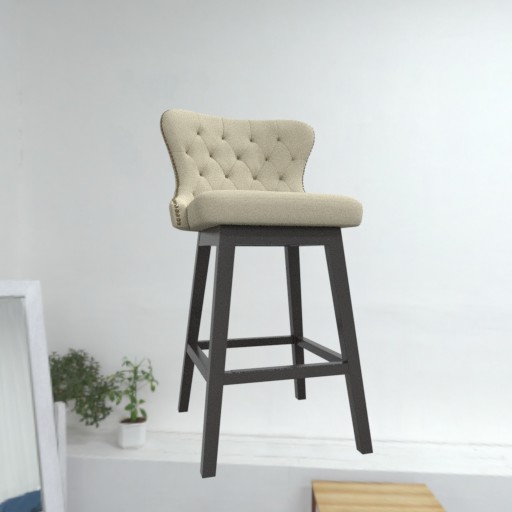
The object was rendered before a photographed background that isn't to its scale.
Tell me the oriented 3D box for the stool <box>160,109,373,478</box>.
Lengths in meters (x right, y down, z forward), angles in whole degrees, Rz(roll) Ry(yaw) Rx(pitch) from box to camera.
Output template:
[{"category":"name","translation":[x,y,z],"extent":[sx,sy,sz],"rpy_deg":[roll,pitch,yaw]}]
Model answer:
[{"category":"stool","translation":[0.000,0.000,1.313],"extent":[0.528,0.971,0.593],"rpy_deg":[0,1,-17]}]
